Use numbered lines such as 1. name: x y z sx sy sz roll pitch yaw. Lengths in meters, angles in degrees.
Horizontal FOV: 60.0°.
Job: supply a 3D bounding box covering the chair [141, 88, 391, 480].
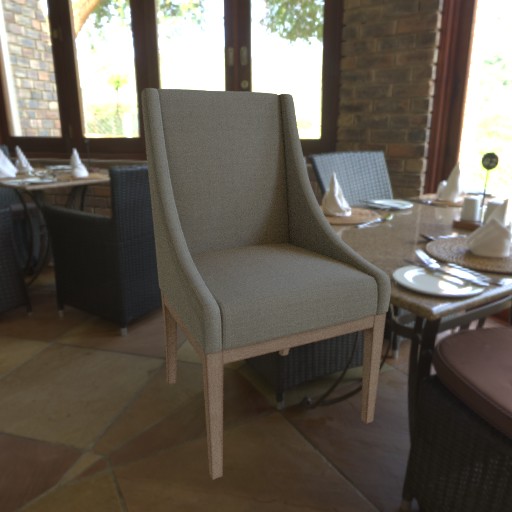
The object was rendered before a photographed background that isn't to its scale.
1. chair: 0.000 0.000 1.403 0.575 1.021 0.611 -8 18 -26
